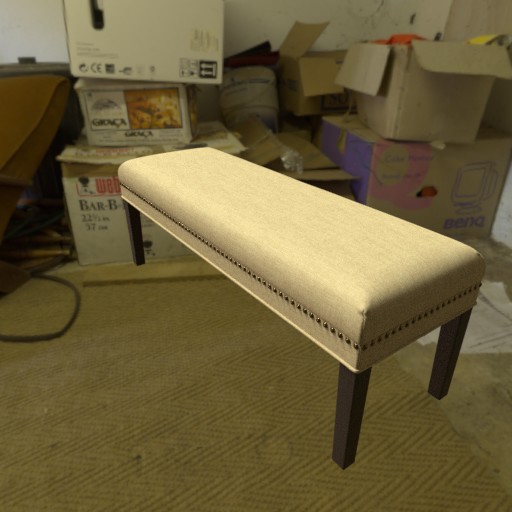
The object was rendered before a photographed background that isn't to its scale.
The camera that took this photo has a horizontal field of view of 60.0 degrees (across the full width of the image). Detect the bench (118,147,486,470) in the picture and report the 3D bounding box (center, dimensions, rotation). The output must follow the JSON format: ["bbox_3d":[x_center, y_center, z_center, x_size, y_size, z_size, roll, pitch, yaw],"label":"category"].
[{"bbox_3d":[0.000,0.000,1.403,0.410,0.457,1.219,-18,32,-31],"label":"bench"}]
